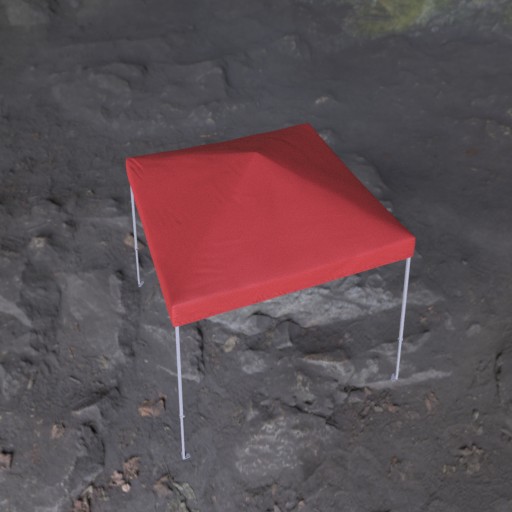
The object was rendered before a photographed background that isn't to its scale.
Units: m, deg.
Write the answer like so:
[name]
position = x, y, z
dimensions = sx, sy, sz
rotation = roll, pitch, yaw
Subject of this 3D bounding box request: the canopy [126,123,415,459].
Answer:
[canopy]
position = 0.000, 0.000, 5.301
dimensions = 2.848, 2.849, 2.849
rotation = -15, 47, -14
